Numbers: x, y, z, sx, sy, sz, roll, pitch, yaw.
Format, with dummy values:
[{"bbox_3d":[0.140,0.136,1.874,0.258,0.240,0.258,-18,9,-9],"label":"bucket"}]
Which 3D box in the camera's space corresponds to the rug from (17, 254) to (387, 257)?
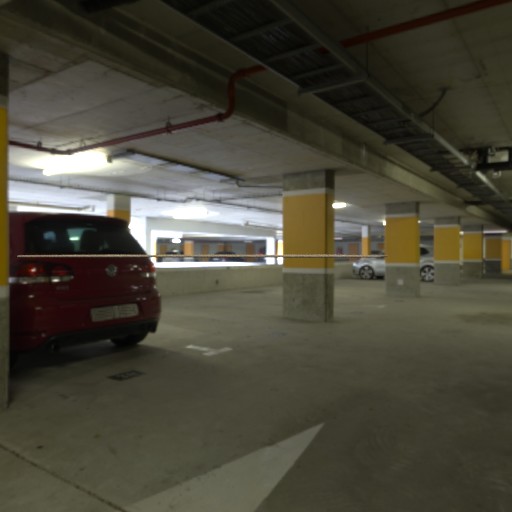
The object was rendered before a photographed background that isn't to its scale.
[{"bbox_3d":[0.000,0.000,4.224,2.382,0.018,3.294,0,0,17],"label":"rug"}]
